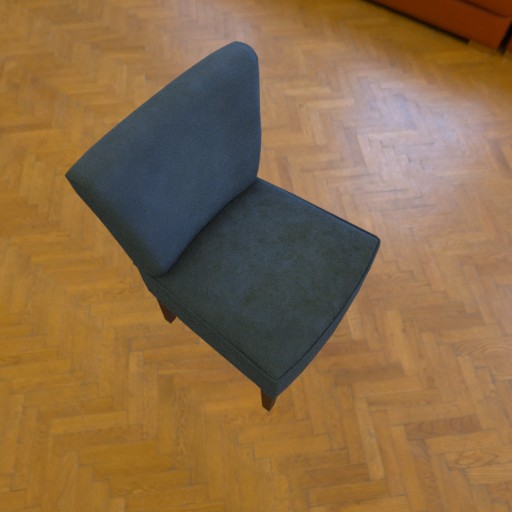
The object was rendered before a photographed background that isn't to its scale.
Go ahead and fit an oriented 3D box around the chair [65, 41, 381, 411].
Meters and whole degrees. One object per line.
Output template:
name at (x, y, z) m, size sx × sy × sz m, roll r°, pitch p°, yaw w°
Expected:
chair at (0.000, 0.000, 1.197) m, size 0.551 × 0.806 × 0.521 m, roll 33°, pitch 65°, yaw 18°
